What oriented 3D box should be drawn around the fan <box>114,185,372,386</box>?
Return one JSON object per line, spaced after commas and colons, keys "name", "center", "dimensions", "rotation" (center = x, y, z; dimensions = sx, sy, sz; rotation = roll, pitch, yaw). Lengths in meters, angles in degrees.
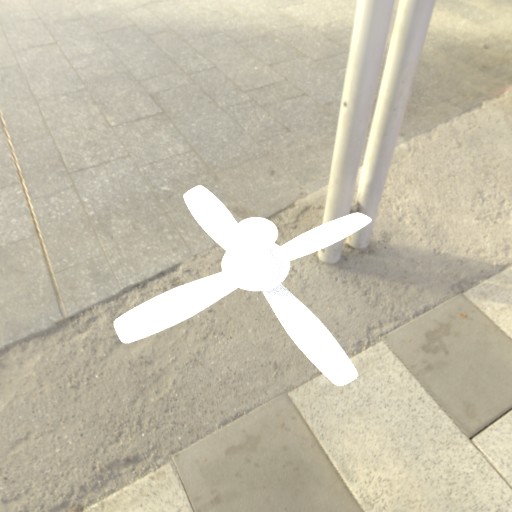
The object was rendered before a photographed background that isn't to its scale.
{"name": "fan", "center": [0.000, 0.000, 2.518], "dimensions": [1.694, 0.382, 1.693], "rotation": [-25, 52, -21]}
